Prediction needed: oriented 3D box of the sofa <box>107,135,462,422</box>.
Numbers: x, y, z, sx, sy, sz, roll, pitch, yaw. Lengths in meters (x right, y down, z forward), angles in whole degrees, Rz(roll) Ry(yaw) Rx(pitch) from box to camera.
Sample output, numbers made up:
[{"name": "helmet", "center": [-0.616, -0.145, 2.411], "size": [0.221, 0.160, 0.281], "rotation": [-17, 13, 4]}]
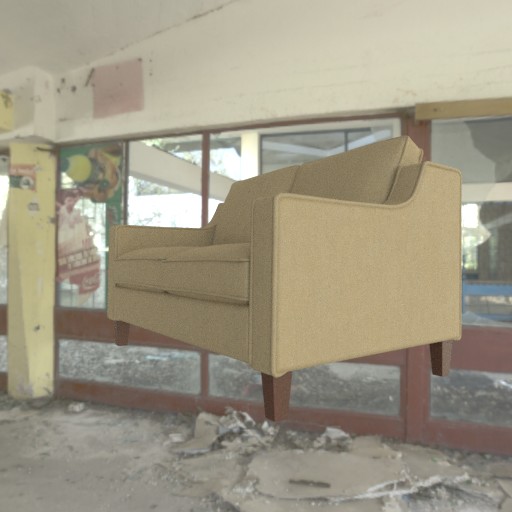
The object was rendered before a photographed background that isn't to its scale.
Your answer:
[{"name": "sofa", "center": [0.000, 0.000, 2.112], "size": [0.987, 0.971, 1.501], "rotation": [0, -1, -35]}]
